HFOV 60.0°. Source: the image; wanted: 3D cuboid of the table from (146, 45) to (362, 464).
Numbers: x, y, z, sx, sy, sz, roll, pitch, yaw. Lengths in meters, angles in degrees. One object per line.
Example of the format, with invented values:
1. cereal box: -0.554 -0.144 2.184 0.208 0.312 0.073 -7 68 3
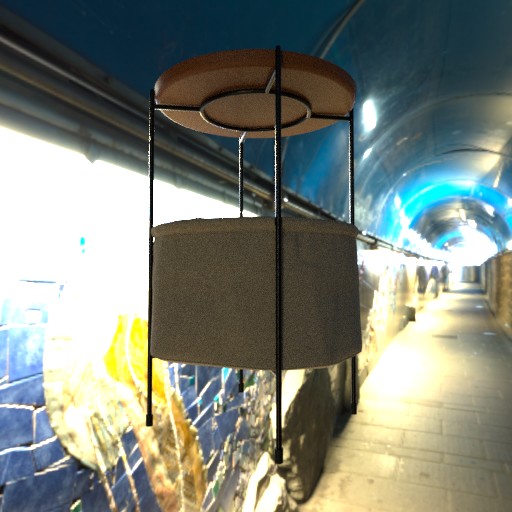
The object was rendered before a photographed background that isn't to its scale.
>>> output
1. table: 0.000 0.000 0.856 0.393 0.623 0.393 -1 -3 35
